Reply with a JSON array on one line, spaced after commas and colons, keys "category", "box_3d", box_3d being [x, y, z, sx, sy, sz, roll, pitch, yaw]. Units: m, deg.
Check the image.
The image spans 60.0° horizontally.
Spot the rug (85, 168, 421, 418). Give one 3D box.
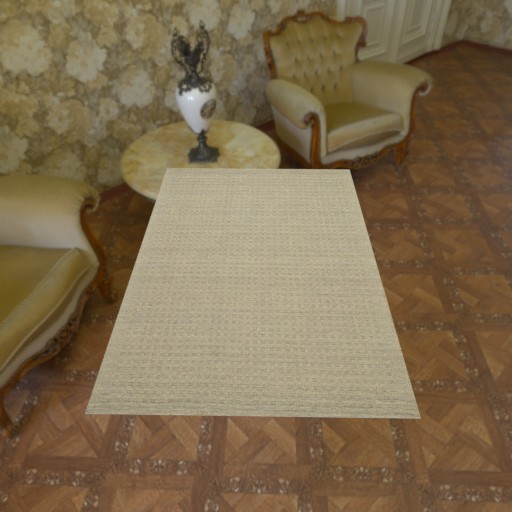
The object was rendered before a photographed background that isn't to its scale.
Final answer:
[{"category": "rug", "box_3d": [0.000, 0.000, 3.712, 1.981, 0.006, 2.895, 1, 41, 1]}]
